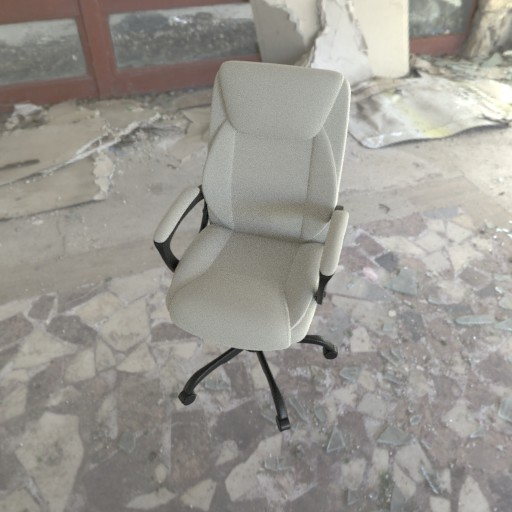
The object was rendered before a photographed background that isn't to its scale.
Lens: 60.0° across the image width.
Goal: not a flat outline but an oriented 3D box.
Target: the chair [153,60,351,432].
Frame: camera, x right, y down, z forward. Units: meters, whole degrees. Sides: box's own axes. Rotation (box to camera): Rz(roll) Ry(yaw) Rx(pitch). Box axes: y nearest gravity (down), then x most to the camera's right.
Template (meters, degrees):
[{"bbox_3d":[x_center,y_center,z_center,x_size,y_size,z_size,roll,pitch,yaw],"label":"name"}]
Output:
[{"bbox_3d":[0.000,0.000,1.489,0.663,1.065,0.669,11,43,12],"label":"chair"}]
